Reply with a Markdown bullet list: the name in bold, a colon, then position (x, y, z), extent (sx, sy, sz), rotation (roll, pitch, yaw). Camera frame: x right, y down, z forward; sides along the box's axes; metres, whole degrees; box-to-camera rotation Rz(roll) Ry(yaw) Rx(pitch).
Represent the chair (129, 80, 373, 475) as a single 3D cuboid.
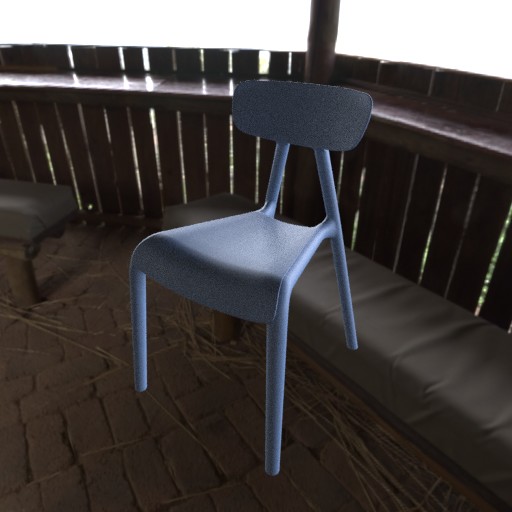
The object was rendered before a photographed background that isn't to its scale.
- **chair**: position (0.000, 0.000, 0.850), extent (0.356, 0.580, 0.401), rotation (19, 35, 30)
